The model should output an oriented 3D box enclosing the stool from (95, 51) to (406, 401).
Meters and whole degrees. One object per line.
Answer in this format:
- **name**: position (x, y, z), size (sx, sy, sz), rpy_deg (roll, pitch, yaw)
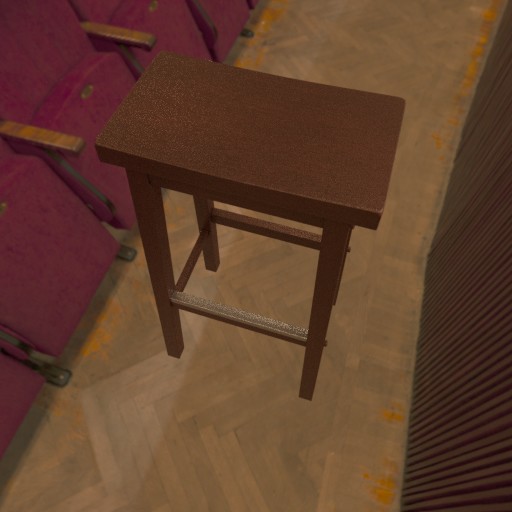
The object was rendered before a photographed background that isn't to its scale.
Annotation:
- **stool**: position (0.000, 0.000, 0.955), size (0.406, 0.742, 0.322), rpy_deg (15, 59, 9)
